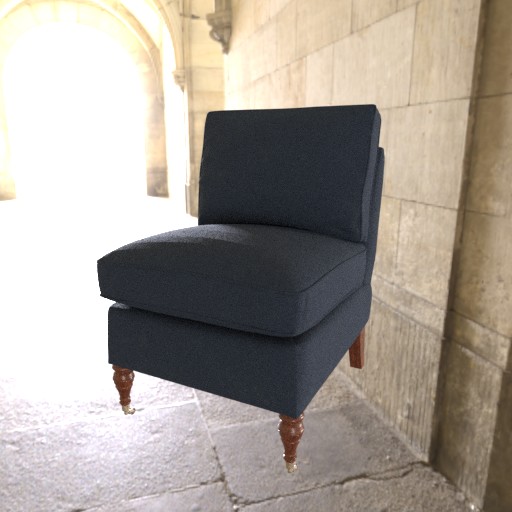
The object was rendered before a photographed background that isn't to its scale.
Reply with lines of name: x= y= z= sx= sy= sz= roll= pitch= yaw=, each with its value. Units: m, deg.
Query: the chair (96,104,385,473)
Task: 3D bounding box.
chair: x=0.000 y=0.000 z=1.601 sx=0.724 sy=1.052 sz=0.912 roll=7 pitch=16 yaw=26
